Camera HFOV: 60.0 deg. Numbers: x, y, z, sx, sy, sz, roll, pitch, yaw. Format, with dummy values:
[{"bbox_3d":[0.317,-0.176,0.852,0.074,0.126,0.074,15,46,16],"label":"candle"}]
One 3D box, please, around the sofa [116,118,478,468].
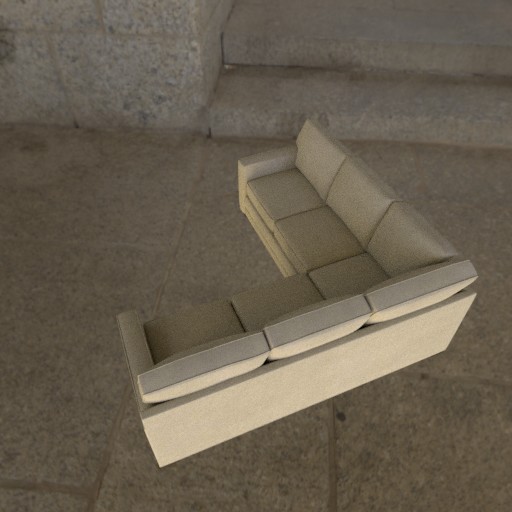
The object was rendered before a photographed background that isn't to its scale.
[{"bbox_3d":[0.000,0.000,3.415,2.211,0.936,2.188,-17,48,-16],"label":"sofa"}]
